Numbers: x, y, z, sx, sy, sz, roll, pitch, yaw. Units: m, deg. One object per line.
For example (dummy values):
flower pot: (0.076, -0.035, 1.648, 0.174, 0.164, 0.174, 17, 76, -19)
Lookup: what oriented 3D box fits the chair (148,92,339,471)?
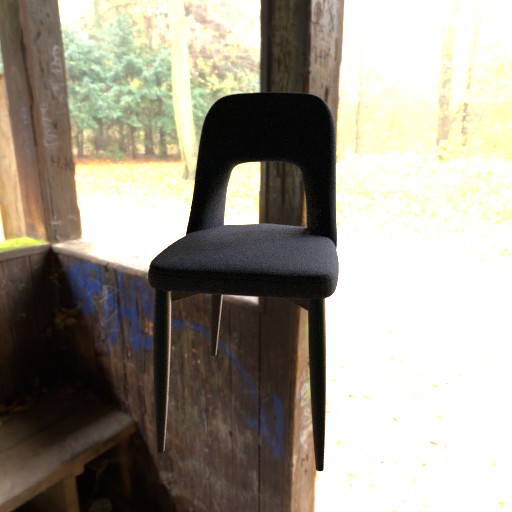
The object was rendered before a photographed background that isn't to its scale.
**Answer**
chair: (0.000, 0.000, 1.285, 0.470, 0.931, 0.612, 3, 17, 9)
